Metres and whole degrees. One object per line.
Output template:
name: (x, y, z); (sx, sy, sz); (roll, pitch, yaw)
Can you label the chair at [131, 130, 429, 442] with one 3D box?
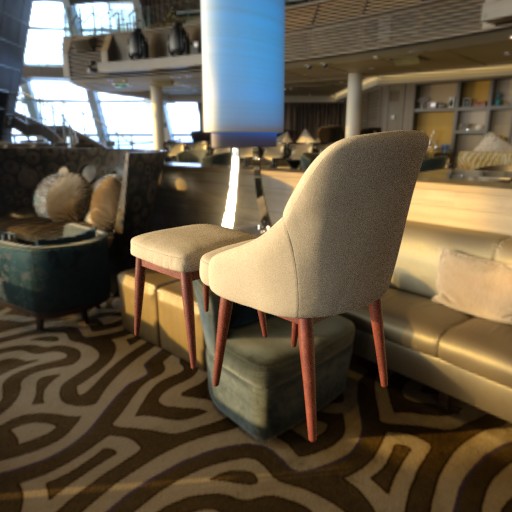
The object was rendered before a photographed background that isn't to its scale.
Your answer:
chair: (0.000, 0.000, 1.602); (0.584, 0.866, 1.114); (-15, 21, -43)
